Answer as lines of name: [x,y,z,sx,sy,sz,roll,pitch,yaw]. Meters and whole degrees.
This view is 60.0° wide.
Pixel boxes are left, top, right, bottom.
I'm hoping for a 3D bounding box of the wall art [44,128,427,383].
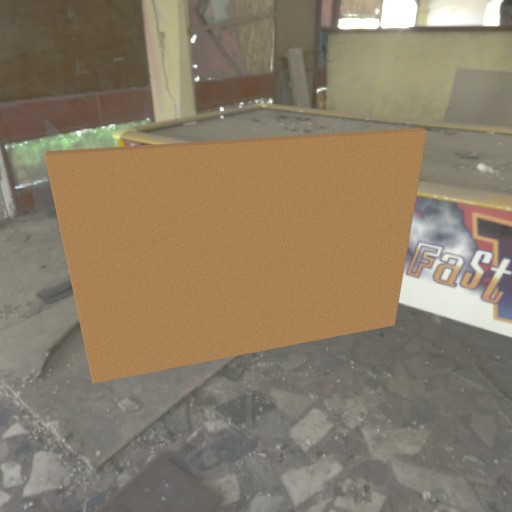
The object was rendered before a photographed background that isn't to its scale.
wall art: [0.000,0.000,1.174,0.915,0.608,0.033,-8,27,-15]
